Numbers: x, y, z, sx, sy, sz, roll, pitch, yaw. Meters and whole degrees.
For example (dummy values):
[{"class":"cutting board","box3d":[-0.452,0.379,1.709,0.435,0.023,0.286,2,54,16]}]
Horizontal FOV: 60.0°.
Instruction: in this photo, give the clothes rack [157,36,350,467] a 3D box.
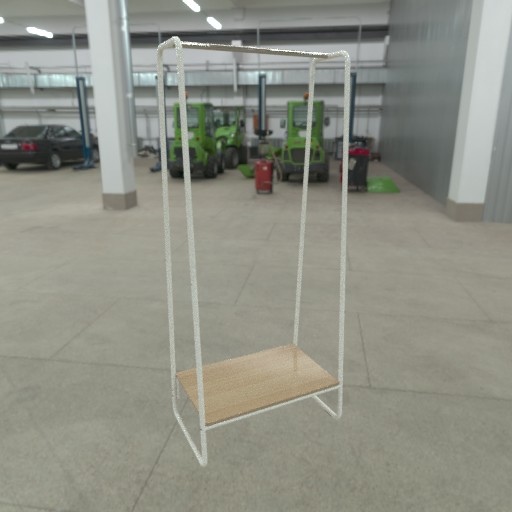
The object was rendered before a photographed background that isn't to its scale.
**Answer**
[{"class":"clothes rack","box3d":[0.000,0.000,1.744,0.640,1.500,0.400,-8,19,-25]}]
